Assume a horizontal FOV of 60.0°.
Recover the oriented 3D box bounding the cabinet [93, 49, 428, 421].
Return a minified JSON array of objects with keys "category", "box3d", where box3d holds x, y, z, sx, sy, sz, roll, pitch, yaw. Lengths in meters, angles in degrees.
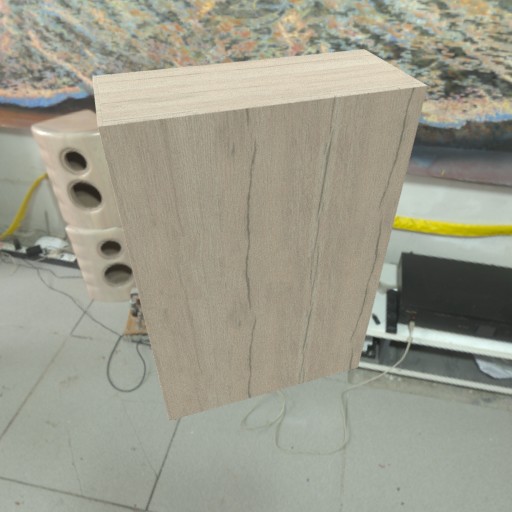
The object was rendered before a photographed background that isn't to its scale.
[{"category":"cabinet","box3d":[0.000,0.000,2.665,1.400,2.070,0.580,-12,42,-13]}]
